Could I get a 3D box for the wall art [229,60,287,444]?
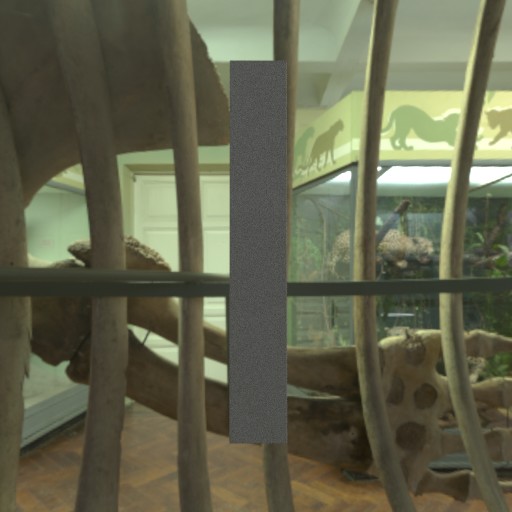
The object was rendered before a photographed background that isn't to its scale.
[{"bbox_3d":[0.000,0.000,0.484,0.038,0.254,0.381,0,-1,0],"label":"wall art"}]
